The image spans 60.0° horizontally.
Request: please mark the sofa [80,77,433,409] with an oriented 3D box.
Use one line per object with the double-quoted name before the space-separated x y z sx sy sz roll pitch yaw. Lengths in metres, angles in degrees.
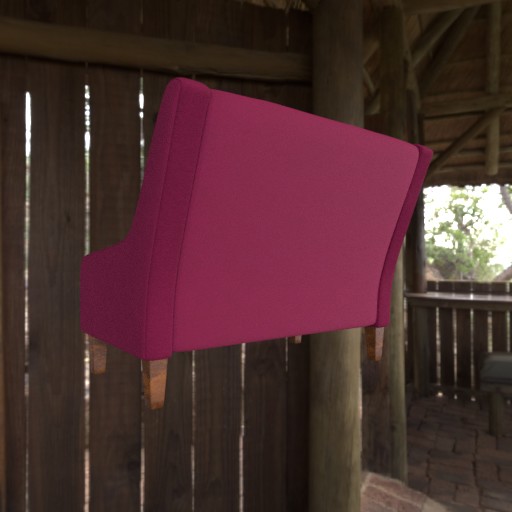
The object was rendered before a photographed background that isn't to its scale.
"sofa" 0.000 0.000 1.915 1.242 0.976 0.946 1 -1 -38
